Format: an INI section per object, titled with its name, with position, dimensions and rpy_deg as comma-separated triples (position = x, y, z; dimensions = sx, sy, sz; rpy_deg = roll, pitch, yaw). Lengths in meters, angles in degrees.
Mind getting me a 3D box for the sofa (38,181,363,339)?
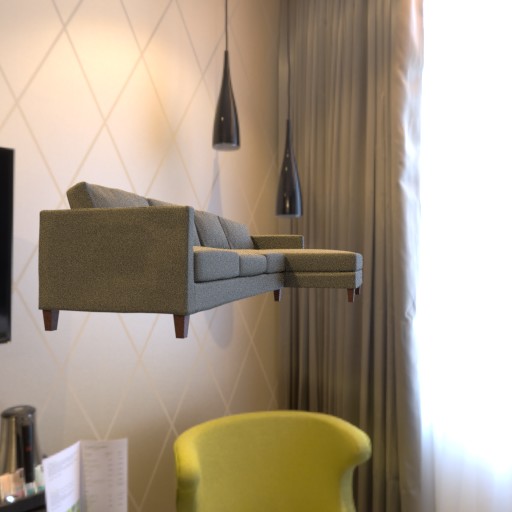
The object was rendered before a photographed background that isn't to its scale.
[sofa]
position = 0.000, 0.000, 3.783
dimensions = 1.625, 0.861, 3.186
rpy_deg = 0, 0, 17
